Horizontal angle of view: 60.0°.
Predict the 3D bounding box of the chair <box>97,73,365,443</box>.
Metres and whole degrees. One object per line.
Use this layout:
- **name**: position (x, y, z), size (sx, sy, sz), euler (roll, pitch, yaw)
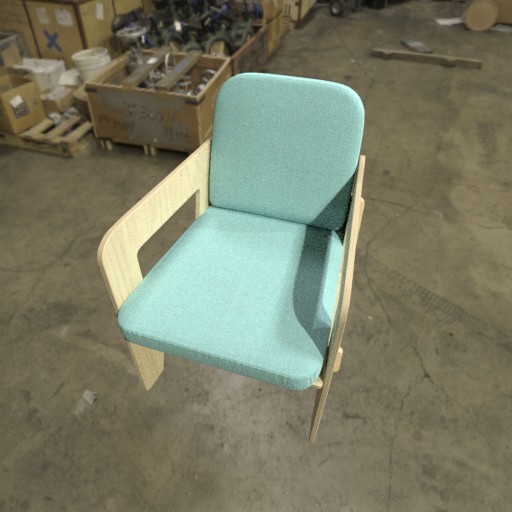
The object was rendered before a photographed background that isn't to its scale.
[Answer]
- **chair**: position (0.000, 0.000, 1.272), size (0.590, 0.800, 0.710), euler (13, 43, 14)
